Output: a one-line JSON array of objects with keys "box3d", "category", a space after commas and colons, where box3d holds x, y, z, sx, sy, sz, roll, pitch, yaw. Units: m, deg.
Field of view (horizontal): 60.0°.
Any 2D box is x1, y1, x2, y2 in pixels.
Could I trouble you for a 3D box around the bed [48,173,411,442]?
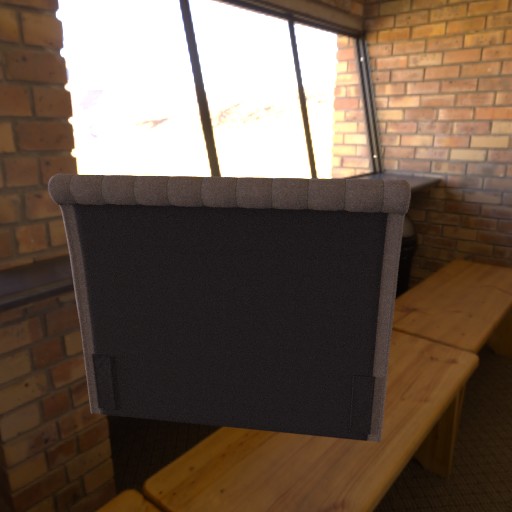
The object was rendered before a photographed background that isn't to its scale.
[{"box3d": [0.000, 0.000, 3.204, 1.645, 1.371, 2.252, 2, 17, 8], "category": "bed"}]
